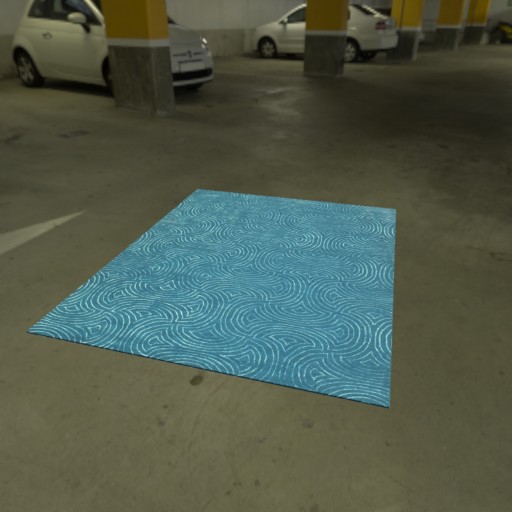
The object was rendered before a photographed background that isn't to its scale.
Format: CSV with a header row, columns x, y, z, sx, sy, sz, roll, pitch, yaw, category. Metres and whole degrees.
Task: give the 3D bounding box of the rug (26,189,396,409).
x,y,z,sx,sy,sz,roll,pitch,yaw,category
0.000,0.000,4.051,2.432,0.012,3.033,8,29,14,rug
